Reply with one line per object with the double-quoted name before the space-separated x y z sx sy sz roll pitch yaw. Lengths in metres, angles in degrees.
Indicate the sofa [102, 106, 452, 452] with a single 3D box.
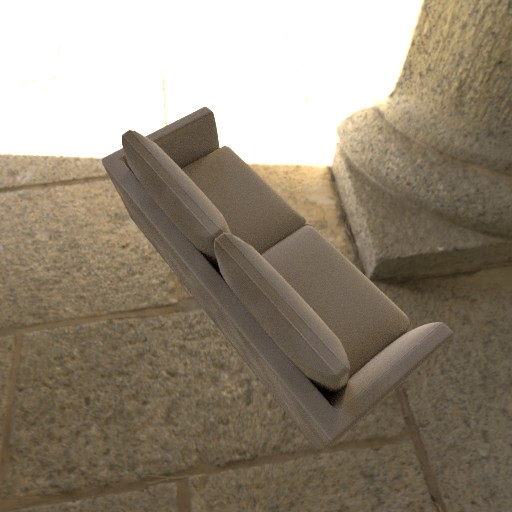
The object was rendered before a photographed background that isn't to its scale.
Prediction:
"sofa" 0.000 0.000 2.775 0.868 1.005 2.214 -34 64 -19
